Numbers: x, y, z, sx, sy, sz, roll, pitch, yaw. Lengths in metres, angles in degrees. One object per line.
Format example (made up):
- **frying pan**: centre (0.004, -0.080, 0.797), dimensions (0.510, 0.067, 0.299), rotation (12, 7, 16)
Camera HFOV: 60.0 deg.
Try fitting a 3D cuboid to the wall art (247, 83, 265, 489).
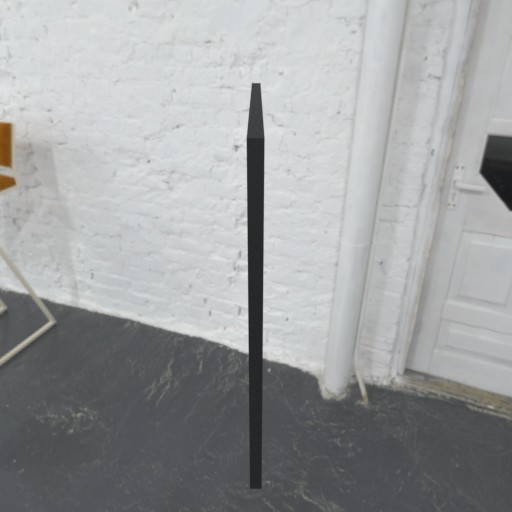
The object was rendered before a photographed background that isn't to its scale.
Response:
- **wall art**: centre (0.000, 0.000, 0.536), dimensions (0.012, 0.357, 0.358), rotation (0, 27, 0)
